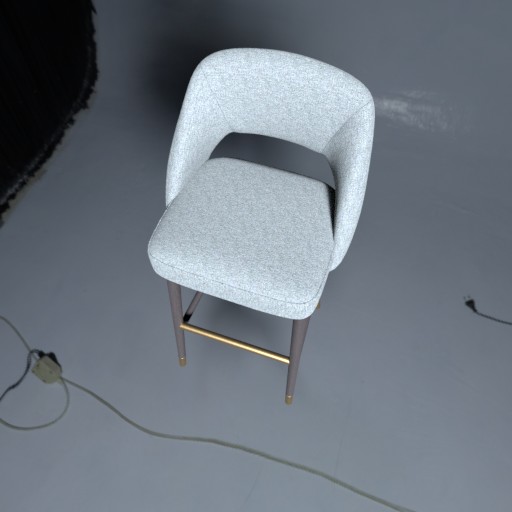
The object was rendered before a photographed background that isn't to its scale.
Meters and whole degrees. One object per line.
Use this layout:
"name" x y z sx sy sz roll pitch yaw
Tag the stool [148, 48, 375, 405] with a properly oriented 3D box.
"stool" 0.000 0.000 1.395 0.536 1.089 0.524 17 59 10
